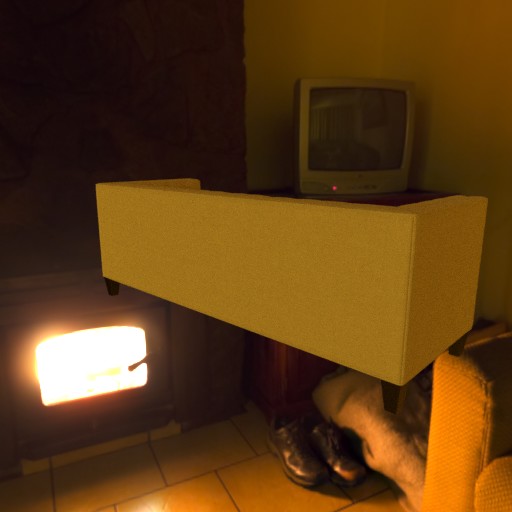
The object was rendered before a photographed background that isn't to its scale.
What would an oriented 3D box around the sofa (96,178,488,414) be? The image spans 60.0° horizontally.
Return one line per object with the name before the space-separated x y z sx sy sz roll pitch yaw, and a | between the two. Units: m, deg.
sofa | 0.000 0.000 2.526 2.159 0.762 0.775 12 18 42
